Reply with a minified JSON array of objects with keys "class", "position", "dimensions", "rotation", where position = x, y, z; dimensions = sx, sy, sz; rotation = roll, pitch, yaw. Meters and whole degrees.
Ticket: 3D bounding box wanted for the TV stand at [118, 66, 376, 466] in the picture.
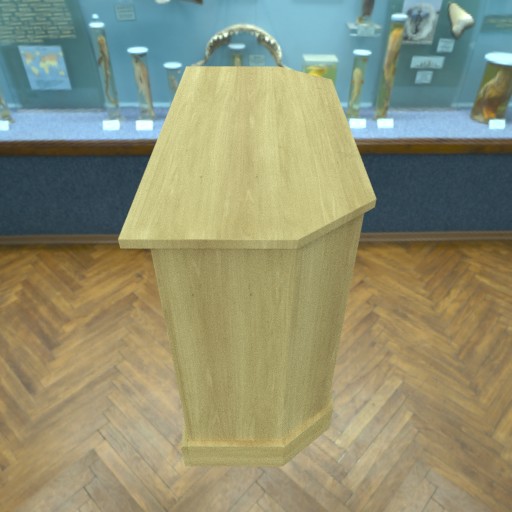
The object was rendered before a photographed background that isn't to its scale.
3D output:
[{"class":"TV stand","position":[0.000,0.000,1.265],"dimensions":[0.425,0.781,0.851],"rotation":[0,40,0]}]
